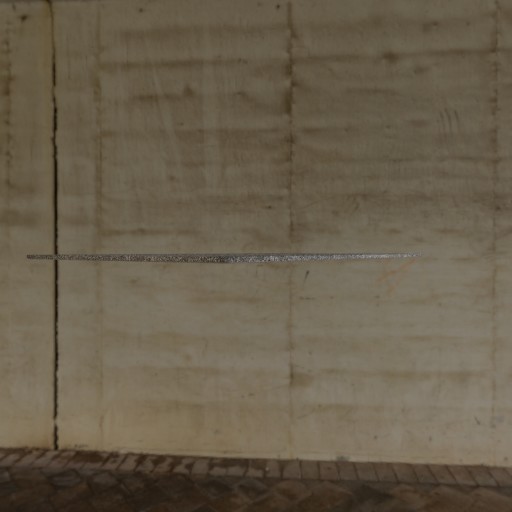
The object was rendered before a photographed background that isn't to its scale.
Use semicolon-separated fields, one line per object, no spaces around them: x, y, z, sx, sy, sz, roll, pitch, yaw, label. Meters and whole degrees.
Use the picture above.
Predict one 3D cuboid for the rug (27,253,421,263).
0.000;0.000;2.996;1.502;0.025;2.350;0;1;37;rug
